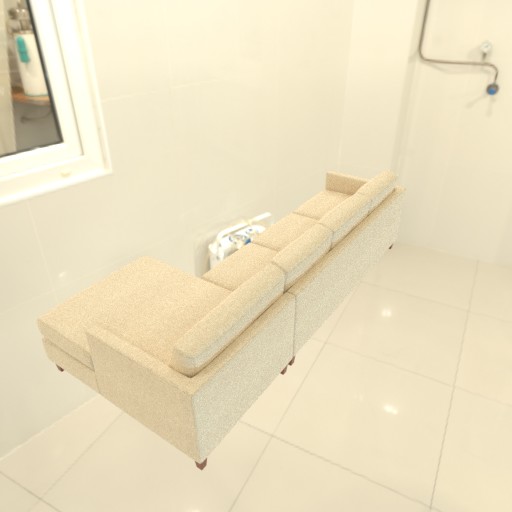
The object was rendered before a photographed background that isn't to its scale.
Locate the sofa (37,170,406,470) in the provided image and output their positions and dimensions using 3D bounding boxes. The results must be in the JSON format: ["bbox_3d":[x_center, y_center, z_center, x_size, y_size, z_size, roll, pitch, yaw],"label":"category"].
[{"bbox_3d":[0.000,0.000,4.099,1.603,0.954,3.471,20,37,29],"label":"sofa"}]
